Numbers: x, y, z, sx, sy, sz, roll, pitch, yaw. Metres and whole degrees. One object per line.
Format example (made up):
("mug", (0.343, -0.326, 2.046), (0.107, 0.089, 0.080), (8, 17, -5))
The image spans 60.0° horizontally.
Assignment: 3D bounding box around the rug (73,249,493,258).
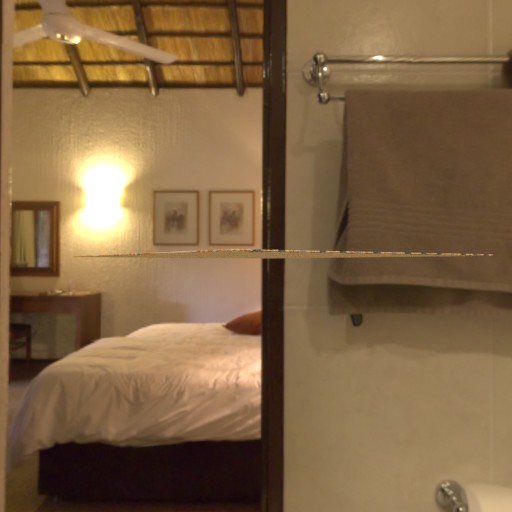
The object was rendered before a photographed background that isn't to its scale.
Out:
("rug", (0.000, 0.000, 4.020), (2.439, 0.010, 3.048), (1, -1, -36))
